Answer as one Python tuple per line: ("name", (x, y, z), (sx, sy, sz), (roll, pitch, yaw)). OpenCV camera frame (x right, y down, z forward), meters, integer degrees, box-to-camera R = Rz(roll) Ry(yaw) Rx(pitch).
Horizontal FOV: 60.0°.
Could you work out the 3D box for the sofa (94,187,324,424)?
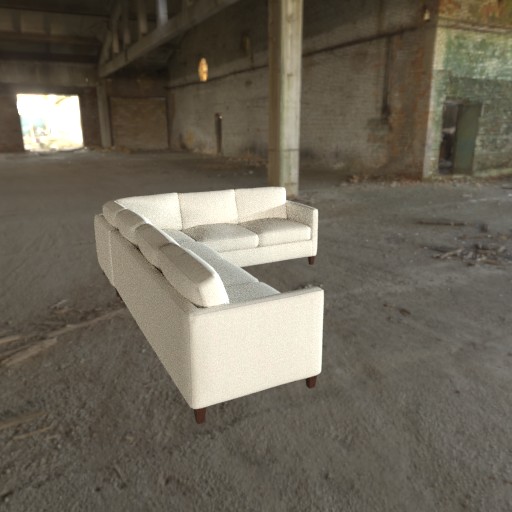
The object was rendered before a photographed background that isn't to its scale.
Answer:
("sofa", (0.000, 0.000, 4.413), (2.593, 0.947, 3.302), (-8, 18, -27))
